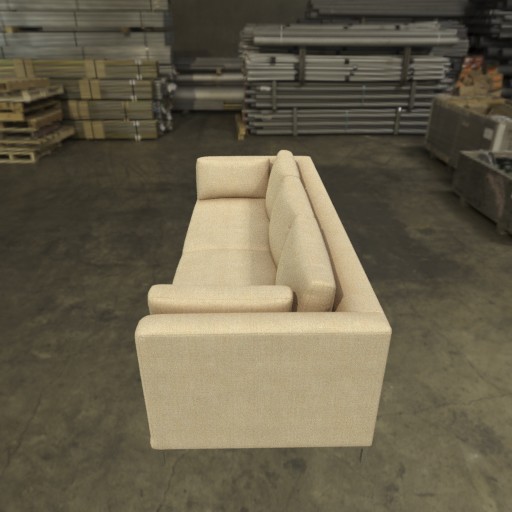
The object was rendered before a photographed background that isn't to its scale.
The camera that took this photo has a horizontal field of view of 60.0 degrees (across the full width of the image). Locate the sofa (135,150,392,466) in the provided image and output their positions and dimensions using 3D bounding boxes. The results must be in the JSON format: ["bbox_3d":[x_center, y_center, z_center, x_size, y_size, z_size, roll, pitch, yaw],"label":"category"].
[{"bbox_3d":[0.000,0.000,2.840,0.969,0.867,2.415,0,28,-1],"label":"sofa"}]
